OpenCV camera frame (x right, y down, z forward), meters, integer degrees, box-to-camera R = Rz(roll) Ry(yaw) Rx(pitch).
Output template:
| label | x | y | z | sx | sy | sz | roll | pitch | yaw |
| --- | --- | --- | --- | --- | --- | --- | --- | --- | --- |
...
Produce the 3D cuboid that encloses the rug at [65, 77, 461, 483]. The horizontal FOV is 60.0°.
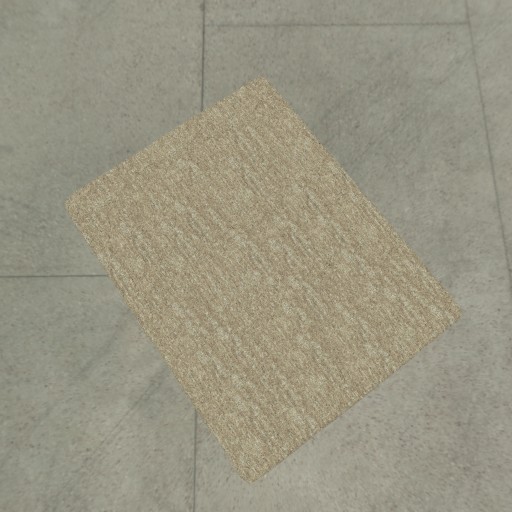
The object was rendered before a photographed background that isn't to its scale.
| label | x | y | z | sx | sy | sz | roll | pitch | yaw |
| --- | --- | --- | --- | --- | --- | --- | --- | --- | --- |
| rug | 0.000 | 0.000 | 3.781 | 2.242 | 0.050 | 2.873 | -35 | 78 | -8 |
